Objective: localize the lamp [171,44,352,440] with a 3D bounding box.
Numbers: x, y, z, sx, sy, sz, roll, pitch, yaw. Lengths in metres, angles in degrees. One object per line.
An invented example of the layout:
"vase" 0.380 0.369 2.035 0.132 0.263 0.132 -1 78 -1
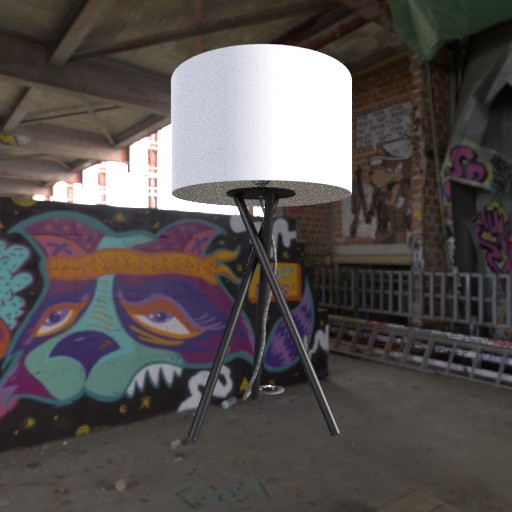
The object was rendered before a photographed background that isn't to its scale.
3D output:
"lamp" 0.000 0.000 0.915 0.353 0.674 0.422 0 -1 -17
